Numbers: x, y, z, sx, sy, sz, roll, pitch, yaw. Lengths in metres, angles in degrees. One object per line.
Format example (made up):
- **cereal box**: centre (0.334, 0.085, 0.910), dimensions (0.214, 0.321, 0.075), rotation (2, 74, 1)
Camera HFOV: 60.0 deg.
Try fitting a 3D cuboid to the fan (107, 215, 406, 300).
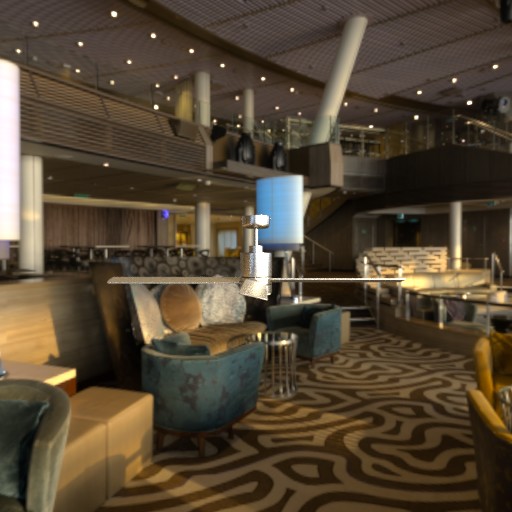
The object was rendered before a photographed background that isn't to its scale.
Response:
- **fan**: centre (0.000, 0.000, 1.983), dimensions (1.322, 0.355, 1.322), rotation (0, 1, 1)
